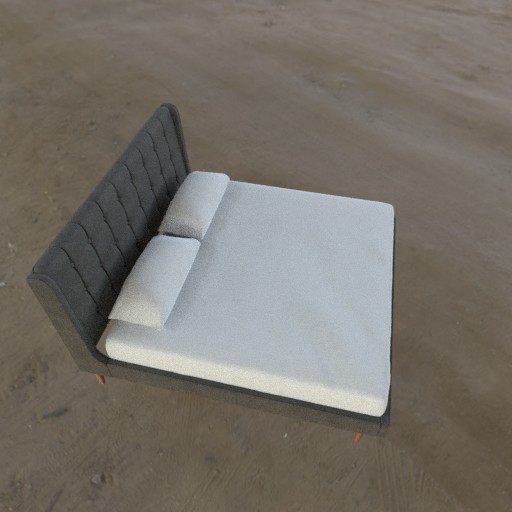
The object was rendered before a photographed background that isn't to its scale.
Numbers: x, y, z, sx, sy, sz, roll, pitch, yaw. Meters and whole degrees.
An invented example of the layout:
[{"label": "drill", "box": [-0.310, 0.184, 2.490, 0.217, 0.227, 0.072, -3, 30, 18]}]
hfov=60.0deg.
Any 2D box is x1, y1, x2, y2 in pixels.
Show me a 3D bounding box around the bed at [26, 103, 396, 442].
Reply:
[{"label": "bed", "box": [0.000, 0.000, 2.558, 1.638, 0.933, 1.531, 10, 47, 9]}]
